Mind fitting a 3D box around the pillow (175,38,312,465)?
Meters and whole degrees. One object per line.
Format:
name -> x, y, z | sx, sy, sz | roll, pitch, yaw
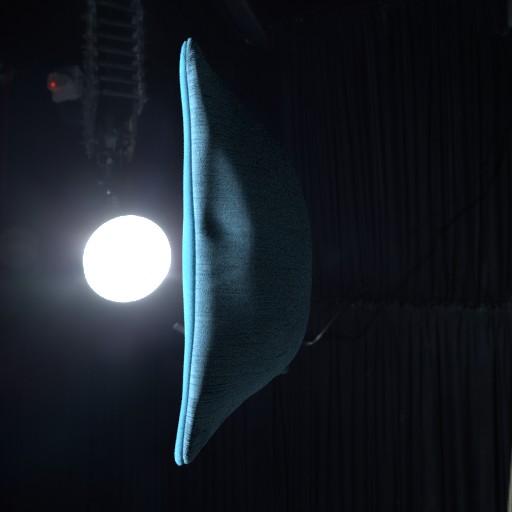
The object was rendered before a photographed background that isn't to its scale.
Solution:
pillow -> 0.000, 0.000, 0.627 | 0.151, 0.415, 0.433 | -1, -3, 17
